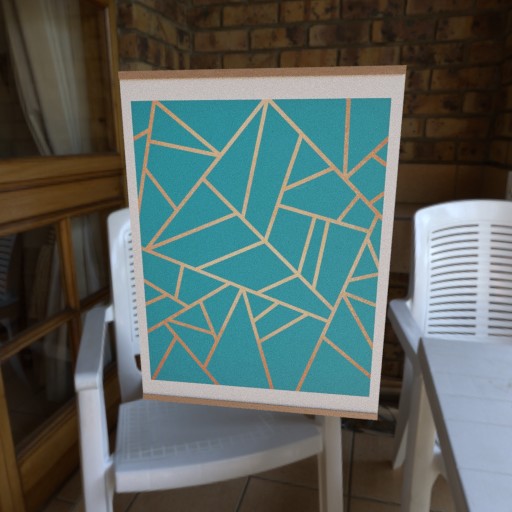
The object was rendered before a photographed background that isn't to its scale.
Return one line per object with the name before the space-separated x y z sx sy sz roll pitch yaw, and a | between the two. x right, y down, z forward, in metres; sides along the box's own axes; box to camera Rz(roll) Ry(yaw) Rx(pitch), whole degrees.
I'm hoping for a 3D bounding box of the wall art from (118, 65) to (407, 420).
wall art | 0.000 0.000 1.295 0.758 1.016 0.013 2 15 8
